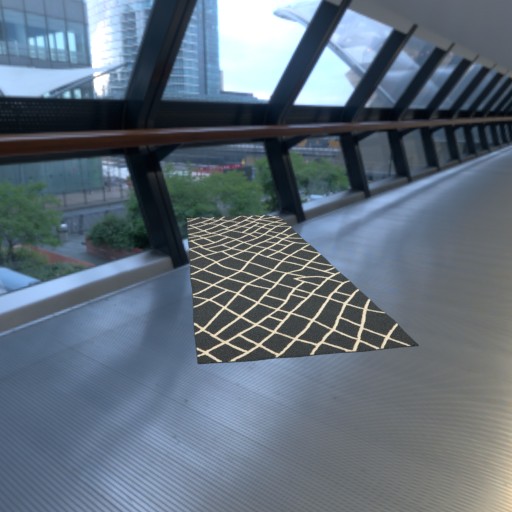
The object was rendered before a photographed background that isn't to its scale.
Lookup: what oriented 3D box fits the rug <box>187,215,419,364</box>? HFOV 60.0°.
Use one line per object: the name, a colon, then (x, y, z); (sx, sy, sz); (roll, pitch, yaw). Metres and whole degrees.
rug: (0.000, 0.000, 2.695); (0.807, 0.010, 2.476); (-3, 17, -9)
